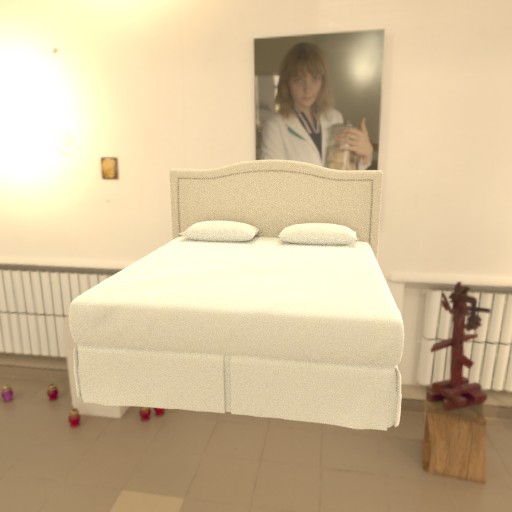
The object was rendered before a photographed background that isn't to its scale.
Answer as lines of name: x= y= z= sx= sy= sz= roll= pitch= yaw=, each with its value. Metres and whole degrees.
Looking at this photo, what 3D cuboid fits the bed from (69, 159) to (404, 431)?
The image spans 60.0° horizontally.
bed: x=0.000 y=0.000 z=3.448 sx=2.083 sy=1.421 sz=2.182 roll=2 pitch=14 yaw=9
